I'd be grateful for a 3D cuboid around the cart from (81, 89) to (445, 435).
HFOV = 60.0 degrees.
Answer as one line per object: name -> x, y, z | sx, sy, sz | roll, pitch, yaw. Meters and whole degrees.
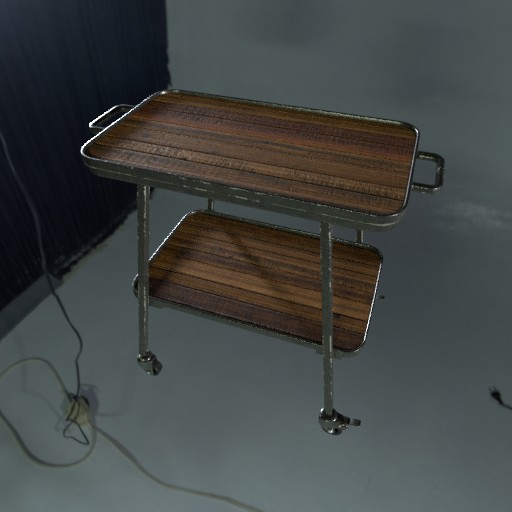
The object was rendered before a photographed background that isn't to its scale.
cart -> 0.000, 0.000, 1.223 | 0.806, 0.700, 0.515 | 13, 43, 15
